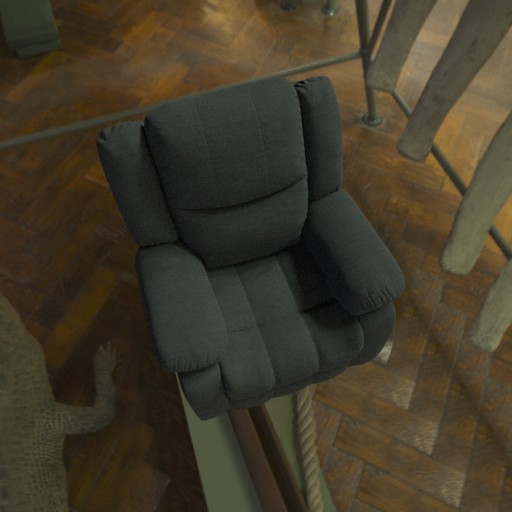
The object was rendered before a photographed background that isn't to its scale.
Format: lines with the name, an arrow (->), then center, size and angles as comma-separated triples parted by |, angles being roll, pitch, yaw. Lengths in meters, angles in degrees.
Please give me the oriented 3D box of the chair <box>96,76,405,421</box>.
chair -> 0.000, 0.000, 1.718 | 0.899, 1.008, 0.944 | -17, 63, -9
